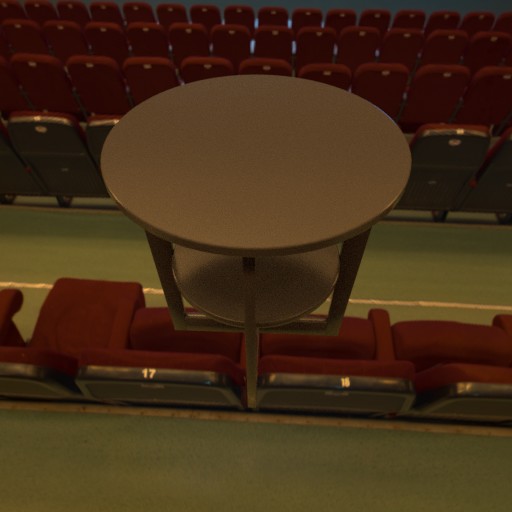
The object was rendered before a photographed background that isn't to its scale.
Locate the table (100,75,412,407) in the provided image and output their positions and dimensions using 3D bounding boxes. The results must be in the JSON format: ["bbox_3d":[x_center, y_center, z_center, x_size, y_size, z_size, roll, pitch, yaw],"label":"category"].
[{"bbox_3d":[0.000,0.000,0.930,0.500,0.550,0.500,0,46,0],"label":"table"}]
